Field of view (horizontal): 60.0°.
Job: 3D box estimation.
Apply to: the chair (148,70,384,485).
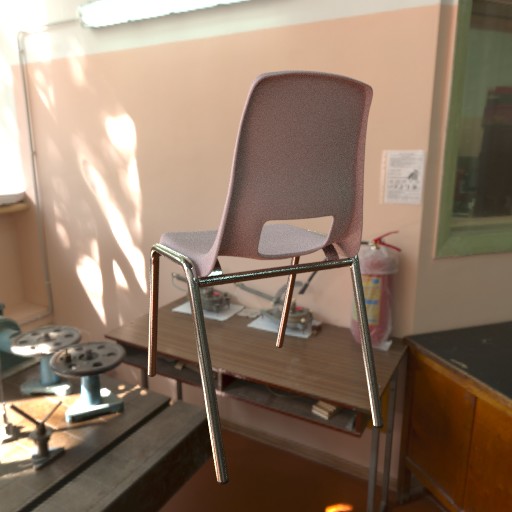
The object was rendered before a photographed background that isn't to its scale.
[{"bbox_3d":[0.000,0.000,0.917,0.381,0.653,0.436,-7,15,-26],"label":"chair"}]
